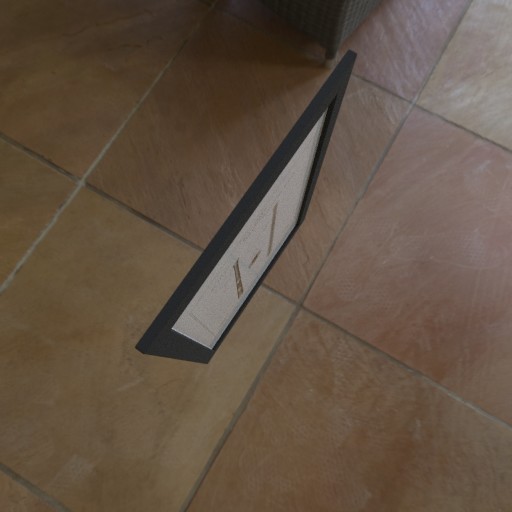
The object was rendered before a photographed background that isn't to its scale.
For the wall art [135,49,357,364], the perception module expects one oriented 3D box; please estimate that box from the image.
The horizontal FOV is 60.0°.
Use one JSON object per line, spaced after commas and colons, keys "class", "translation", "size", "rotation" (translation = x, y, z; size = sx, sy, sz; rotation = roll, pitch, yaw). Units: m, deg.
{"class": "wall art", "translation": [0.000, 0.000, 0.687], "size": [0.012, 0.529, 0.374], "rotation": [33, 78, 8]}
